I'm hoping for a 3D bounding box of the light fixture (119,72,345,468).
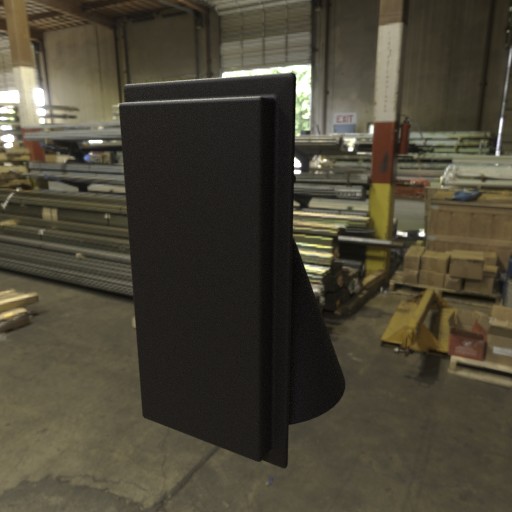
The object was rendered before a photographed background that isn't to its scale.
[{"bbox_3d":[0.000,0.000,0.422,0.170,0.298,0.207,8,17,28],"label":"light fixture"}]
